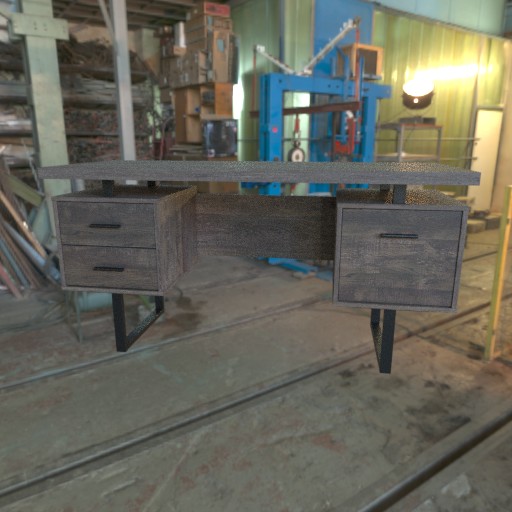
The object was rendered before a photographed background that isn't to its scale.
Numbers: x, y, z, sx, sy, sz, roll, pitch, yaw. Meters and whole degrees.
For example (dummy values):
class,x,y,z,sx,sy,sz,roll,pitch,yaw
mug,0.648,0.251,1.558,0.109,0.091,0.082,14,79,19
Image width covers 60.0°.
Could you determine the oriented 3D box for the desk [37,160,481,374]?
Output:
class,x,y,z,sx,sy,sz,roll,pitch,yaw
desk,0.000,0.000,1.885,1.524,0.760,0.600,2,15,9
